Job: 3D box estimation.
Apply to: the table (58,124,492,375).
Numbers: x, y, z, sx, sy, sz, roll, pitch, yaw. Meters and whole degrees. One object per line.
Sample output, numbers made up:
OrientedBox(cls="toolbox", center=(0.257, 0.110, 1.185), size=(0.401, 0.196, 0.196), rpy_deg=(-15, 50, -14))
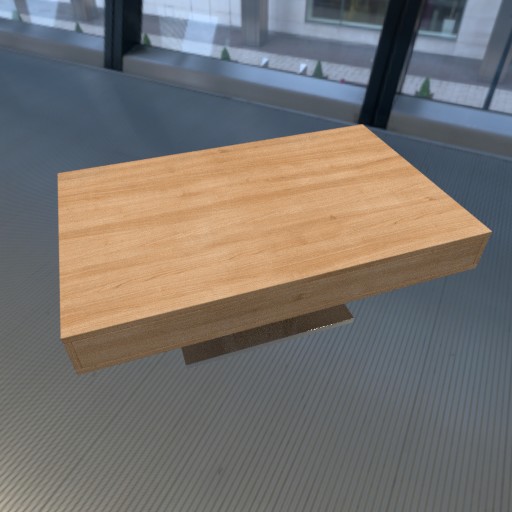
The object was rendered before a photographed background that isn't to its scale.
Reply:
OrientedBox(cls="table", center=(0.000, 0.000, 1.448), size=(1.100, 0.440, 0.700), rpy_deg=(-13, 43, -14))
